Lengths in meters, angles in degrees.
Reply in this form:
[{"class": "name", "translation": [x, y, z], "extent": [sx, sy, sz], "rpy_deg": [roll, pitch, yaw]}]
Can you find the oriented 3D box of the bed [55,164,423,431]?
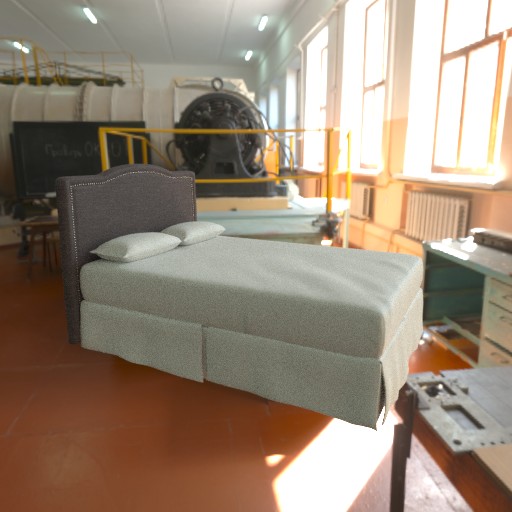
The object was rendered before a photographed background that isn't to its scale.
[{"class": "bed", "translation": [0.000, 0.000, 3.589], "extent": [2.507, 1.441, 1.741], "rpy_deg": [7, 14, 27]}]
